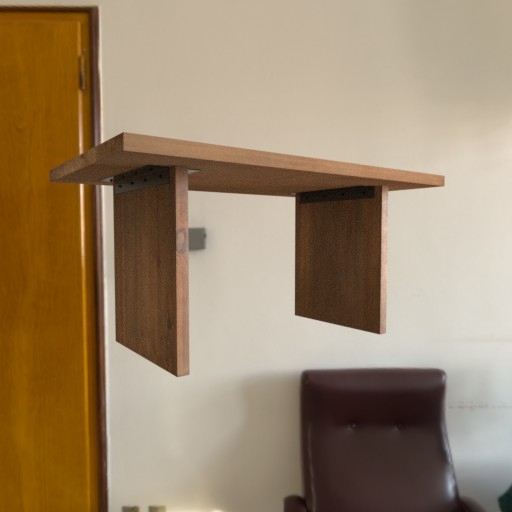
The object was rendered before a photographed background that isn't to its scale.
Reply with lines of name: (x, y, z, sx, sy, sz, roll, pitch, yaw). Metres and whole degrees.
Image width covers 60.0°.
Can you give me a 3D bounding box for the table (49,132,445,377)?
table: (0.000, 0.000, 2.106, 1.609, 0.780, 0.946, -2, 4, -36)
